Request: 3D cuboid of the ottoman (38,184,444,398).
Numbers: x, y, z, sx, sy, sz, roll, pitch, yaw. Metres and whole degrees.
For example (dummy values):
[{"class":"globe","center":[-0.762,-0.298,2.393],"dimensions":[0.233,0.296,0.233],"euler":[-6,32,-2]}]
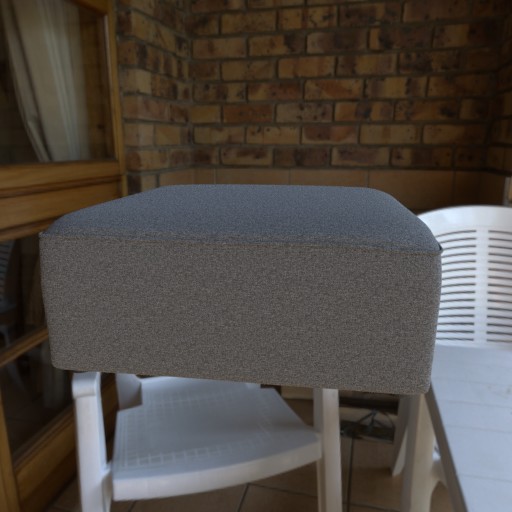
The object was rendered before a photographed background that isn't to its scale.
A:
[{"class":"ottoman","center":[0.000,0.000,1.568],"dimensions":[1.005,0.464,1.015],"euler":[2,15,8]}]
